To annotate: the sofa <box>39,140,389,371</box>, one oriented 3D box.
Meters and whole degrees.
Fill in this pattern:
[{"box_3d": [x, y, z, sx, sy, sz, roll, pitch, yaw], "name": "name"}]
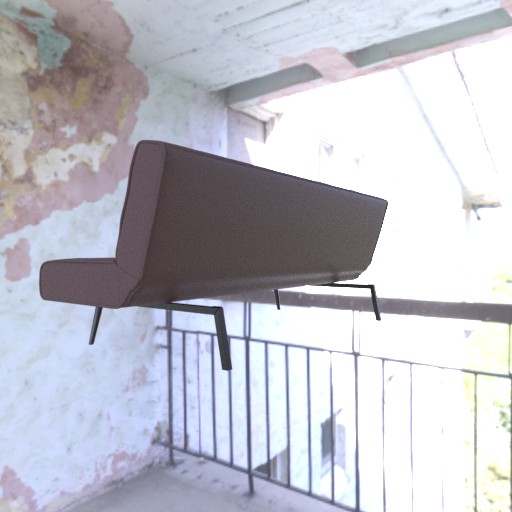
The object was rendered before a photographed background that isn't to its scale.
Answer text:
[{"box_3d": [0.000, 0.000, 2.107, 0.747, 0.699, 1.703, 0, 1, 37], "name": "sofa"}]
